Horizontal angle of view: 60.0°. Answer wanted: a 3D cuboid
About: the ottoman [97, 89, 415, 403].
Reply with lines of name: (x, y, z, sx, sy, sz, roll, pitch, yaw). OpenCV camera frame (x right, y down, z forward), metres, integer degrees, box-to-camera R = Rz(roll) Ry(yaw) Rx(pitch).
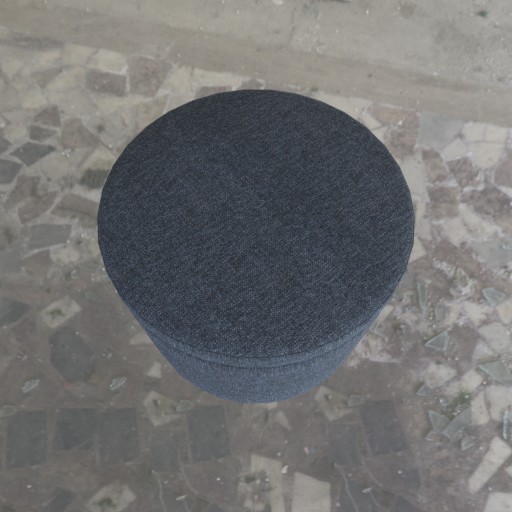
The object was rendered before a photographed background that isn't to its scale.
ottoman: (0.000, 0.000, 0.864, 0.500, 0.419, 0.500, 0, 63, 0)
